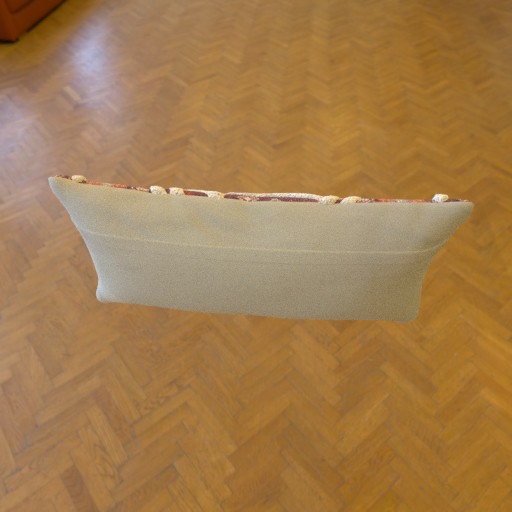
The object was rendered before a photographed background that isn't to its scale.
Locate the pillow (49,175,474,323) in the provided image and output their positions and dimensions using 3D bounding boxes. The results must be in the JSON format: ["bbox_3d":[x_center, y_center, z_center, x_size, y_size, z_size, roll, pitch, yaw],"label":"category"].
[{"bbox_3d":[0.000,0.000,0.733,0.608,0.295,0.161,3,47,3],"label":"pillow"}]
